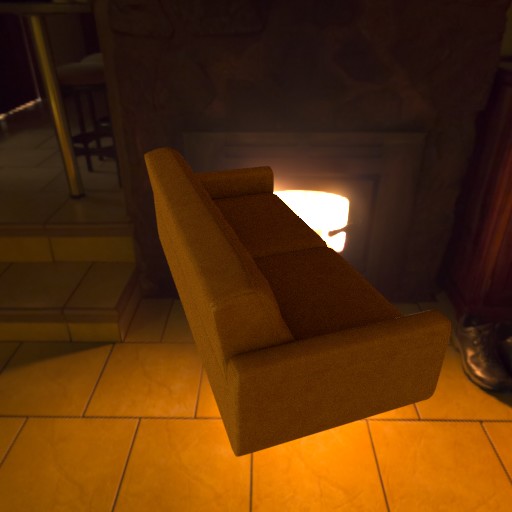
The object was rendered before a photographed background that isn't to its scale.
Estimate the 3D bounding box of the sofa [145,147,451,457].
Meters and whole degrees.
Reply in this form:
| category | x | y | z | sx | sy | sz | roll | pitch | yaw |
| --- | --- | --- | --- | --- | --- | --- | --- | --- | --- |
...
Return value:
| category | x | y | z | sx | sy | sz | roll | pitch | yaw |
| --- | --- | --- | --- | --- | --- | --- | --- | --- | --- |
| sofa | 0.000 | 0.000 | 2.602 | 0.980 | 0.892 | 2.137 | -10 | 31 | -17 |
